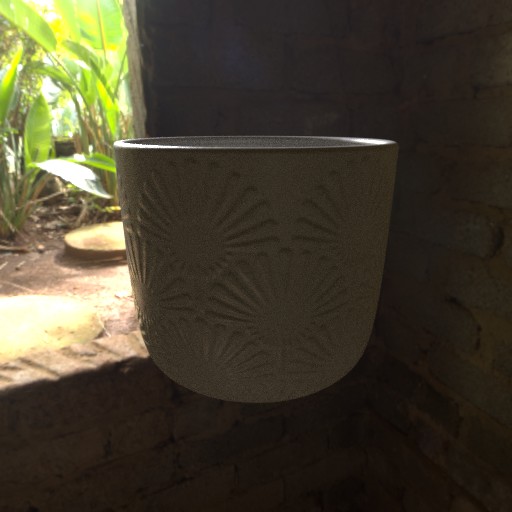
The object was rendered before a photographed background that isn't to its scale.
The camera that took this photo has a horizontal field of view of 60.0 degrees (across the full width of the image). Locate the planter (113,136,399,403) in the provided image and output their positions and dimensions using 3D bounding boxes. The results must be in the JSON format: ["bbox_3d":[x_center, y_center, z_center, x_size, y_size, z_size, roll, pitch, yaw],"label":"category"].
[{"bbox_3d":[0.000,0.000,0.216,0.124,0.109,0.124,0,17,0],"label":"planter"}]
